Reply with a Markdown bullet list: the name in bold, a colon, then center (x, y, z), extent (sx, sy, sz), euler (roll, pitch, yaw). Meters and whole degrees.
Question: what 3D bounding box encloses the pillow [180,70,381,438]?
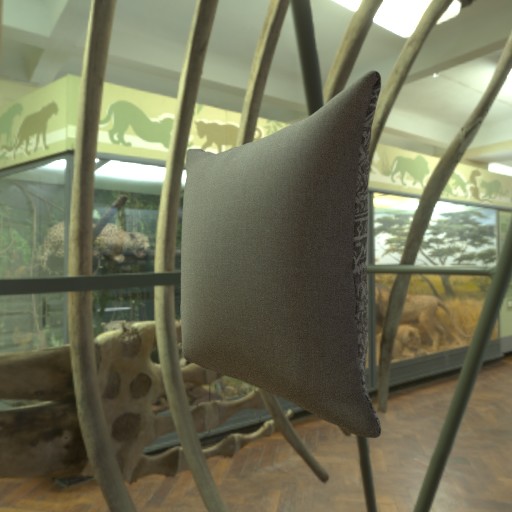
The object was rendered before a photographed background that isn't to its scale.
- **pillow**: center (0.000, 0.000, 0.793), extent (0.180, 0.487, 0.546), euler (0, 0, -36)
